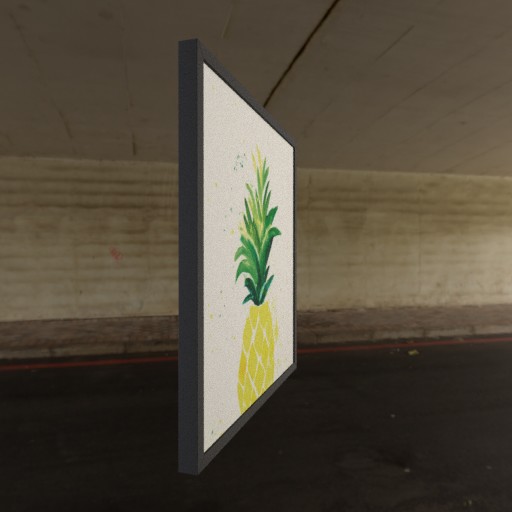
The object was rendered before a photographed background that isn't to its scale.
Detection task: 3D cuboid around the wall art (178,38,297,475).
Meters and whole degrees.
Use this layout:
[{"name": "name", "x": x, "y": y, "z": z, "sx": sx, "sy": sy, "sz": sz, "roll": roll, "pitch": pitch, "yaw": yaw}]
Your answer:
[{"name": "wall art", "x": 0.000, "y": 0.000, "z": 1.138, "sx": 0.037, "sy": 0.760, "sz": 0.762, "roll": 0, "pitch": 0, "yaw": 18}]
